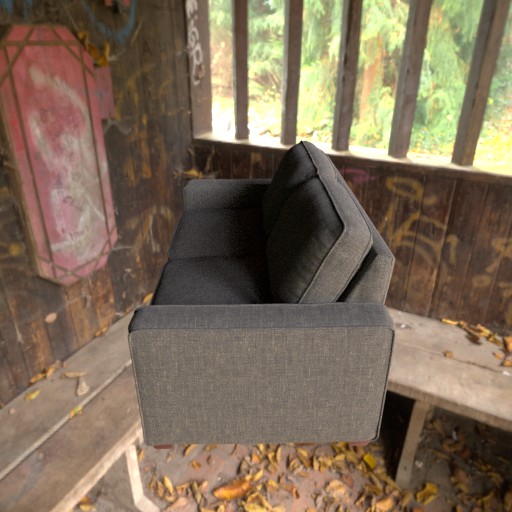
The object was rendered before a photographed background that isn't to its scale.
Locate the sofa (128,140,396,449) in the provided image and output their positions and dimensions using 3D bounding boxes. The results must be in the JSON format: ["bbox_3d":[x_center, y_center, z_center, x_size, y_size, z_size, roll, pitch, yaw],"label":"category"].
[{"bbox_3d":[0.000,0.000,2.304,0.947,0.918,1.709,-1,27,-1],"label":"sofa"}]
